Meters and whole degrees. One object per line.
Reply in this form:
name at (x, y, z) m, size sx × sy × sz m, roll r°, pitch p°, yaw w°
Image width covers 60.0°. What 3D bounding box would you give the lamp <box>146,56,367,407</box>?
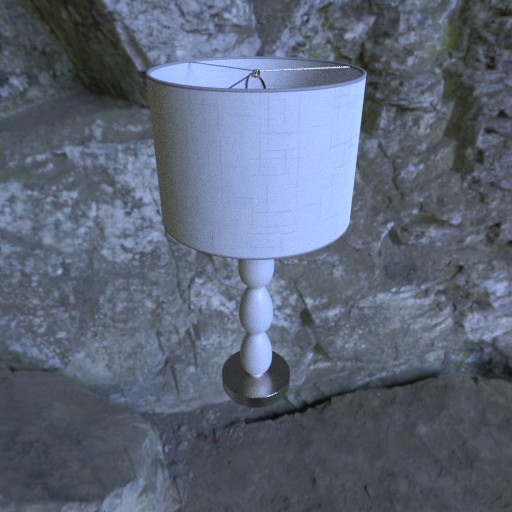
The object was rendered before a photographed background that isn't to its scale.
lamp at (0.000, 0.000, 0.714) m, size 0.280 × 0.559 × 0.282 m, roll -9°, pitch 32°, yaw -15°
